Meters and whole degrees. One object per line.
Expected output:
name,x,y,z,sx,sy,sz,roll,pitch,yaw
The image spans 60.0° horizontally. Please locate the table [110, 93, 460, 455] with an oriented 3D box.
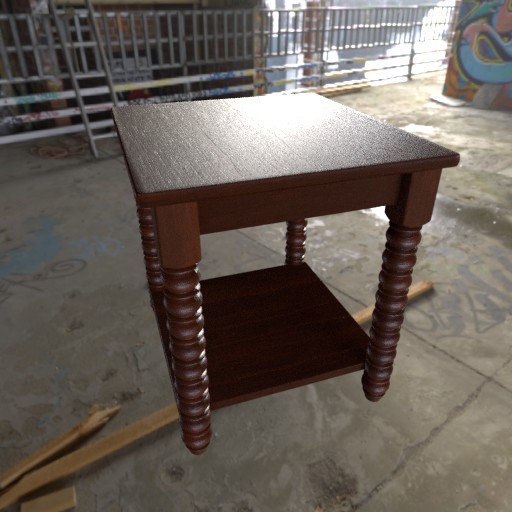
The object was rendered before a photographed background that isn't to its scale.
table,0.000,0.000,0.979,0.500,0.567,0.533,-10,32,-16
